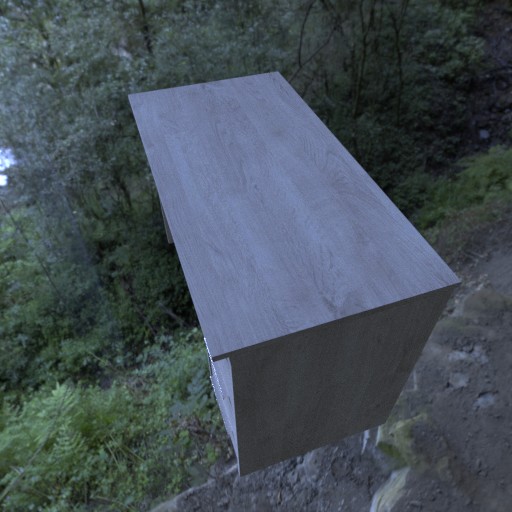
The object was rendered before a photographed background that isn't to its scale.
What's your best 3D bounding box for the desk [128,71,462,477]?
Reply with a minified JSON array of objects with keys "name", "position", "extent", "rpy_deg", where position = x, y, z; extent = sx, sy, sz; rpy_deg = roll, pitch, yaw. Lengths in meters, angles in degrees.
[{"name":"desk","position":[0.000,0.000,1.517],"extent":[0.560,0.735,1.097],"rpy_deg":[-14,48,-13]}]
